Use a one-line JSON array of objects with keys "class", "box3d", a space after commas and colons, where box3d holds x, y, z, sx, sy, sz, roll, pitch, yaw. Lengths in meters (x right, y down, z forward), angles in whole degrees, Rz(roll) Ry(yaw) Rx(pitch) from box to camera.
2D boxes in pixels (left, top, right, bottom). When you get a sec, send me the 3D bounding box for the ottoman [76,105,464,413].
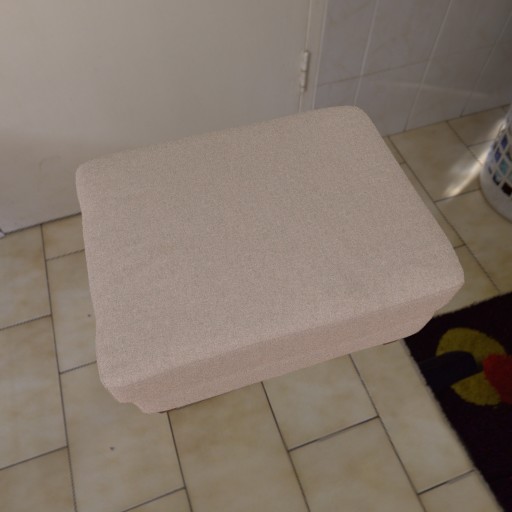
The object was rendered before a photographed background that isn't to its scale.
[{"class": "ottoman", "box3d": [0.000, 0.000, 1.334, 0.902, 0.511, 0.692, -15, 59, -9]}]
